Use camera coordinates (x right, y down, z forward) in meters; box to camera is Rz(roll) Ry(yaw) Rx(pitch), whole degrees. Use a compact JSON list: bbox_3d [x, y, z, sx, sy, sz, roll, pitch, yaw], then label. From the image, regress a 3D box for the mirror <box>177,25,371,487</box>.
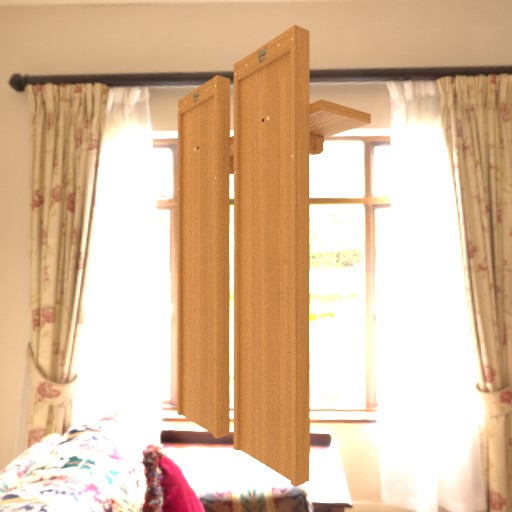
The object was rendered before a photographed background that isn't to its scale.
[{"bbox_3d":[0.000,0.000,1.559,0.260,1.250,0.800,1,-1,-36],"label":"mirror"}]
